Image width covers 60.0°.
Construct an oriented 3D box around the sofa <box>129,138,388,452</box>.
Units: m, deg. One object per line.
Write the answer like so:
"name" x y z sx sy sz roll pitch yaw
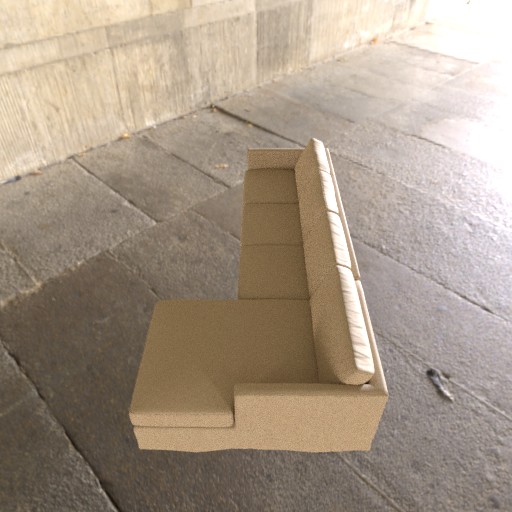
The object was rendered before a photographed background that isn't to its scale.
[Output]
"sofa" 0.000 0.000 3.986 1.622 0.871 3.206 0 41 0
